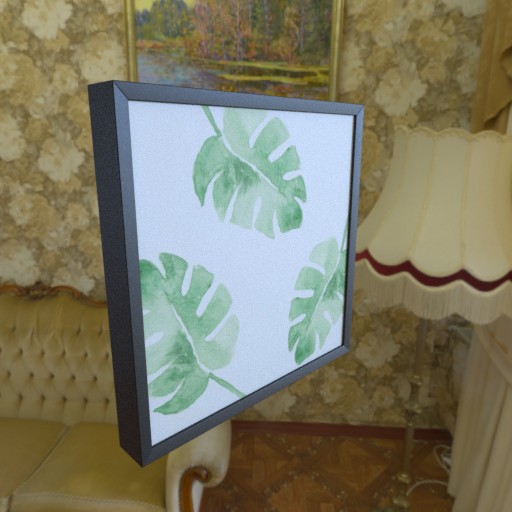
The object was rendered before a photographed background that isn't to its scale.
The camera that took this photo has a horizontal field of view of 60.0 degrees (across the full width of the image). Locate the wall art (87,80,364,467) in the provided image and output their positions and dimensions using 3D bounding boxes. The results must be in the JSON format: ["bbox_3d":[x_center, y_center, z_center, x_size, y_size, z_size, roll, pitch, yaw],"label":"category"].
[{"bbox_3d":[0.000,0.000,0.448,0.304,0.304,0.038,-14,20,-43],"label":"wall art"}]
